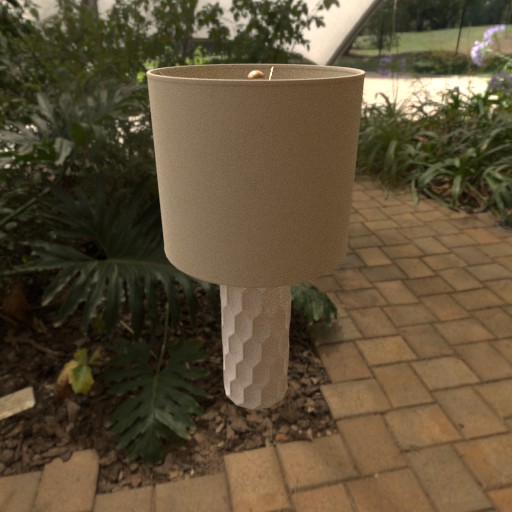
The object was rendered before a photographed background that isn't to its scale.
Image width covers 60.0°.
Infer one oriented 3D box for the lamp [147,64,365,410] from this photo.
[{"bbox_3d":[0.000,0.000,0.693,0.277,0.537,0.277,-20,33,-35],"label":"lamp"}]
